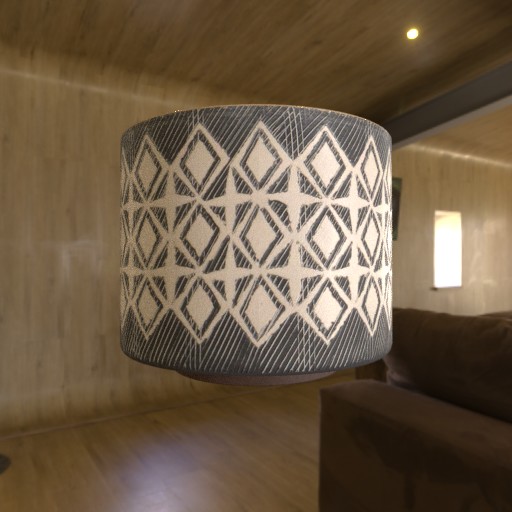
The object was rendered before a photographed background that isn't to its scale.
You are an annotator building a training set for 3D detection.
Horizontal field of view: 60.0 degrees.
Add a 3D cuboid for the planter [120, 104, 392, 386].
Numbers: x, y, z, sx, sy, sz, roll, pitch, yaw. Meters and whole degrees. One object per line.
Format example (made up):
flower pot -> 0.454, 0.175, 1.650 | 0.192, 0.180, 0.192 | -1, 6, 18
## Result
planter -> 0.000, 0.000, 0.216 | 0.126, 0.104, 0.126 | 0, -1, 0
